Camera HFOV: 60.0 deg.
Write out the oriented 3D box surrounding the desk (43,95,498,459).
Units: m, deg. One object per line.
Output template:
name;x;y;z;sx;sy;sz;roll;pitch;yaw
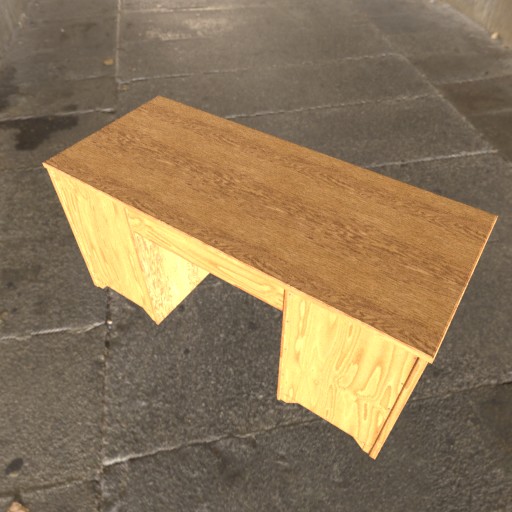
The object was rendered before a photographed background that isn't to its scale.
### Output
desk;0.000;0.000;1.910;1.567;0.751;0.685;26;52;23
